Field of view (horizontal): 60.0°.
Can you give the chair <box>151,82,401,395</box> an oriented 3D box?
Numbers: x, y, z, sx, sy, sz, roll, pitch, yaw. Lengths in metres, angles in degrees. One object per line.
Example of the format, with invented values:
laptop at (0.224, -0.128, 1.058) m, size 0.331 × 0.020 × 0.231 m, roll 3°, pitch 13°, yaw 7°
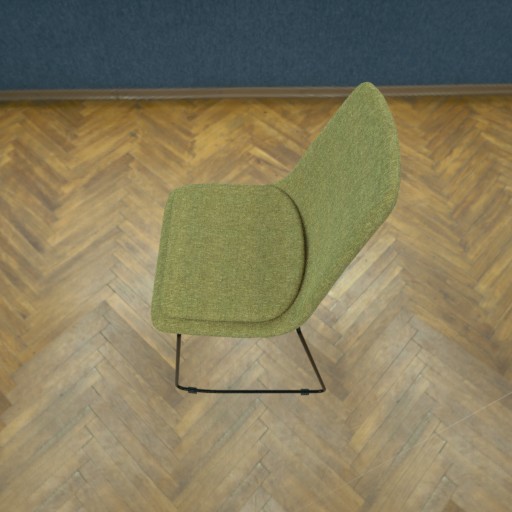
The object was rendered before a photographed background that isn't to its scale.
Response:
chair at (0.000, 0.000, 1.130) m, size 0.496 × 0.849 × 0.479 m, roll 0°, pitch 58°, yaw 0°
